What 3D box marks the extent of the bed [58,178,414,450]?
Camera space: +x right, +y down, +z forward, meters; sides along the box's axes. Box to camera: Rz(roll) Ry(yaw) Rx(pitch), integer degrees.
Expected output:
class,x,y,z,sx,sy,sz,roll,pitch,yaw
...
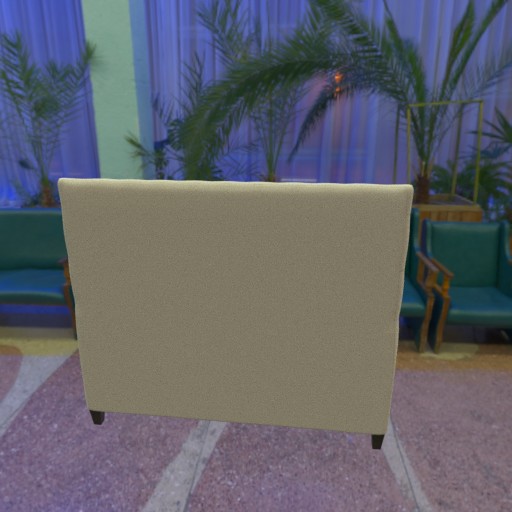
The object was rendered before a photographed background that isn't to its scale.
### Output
class,x,y,z,sx,sy,sz,roll,pitch,yaw
bed,0.000,0.000,3.293,1.696,1.426,2.233,2,18,7
